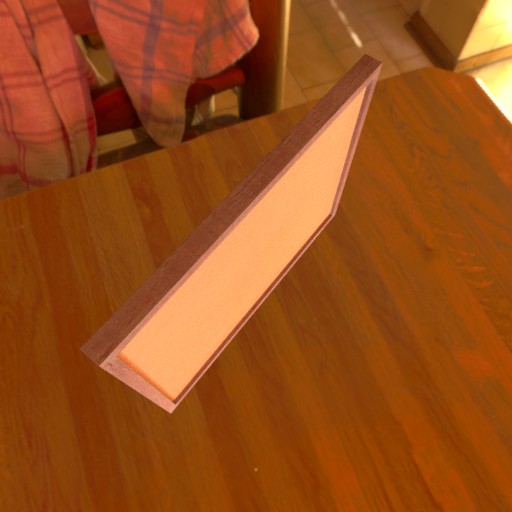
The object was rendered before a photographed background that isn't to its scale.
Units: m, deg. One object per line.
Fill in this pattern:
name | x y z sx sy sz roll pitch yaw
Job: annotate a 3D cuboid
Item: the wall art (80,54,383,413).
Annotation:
wall art | 0.000 0.000 1.765 0.070 1.009 1.320 35 69 16
